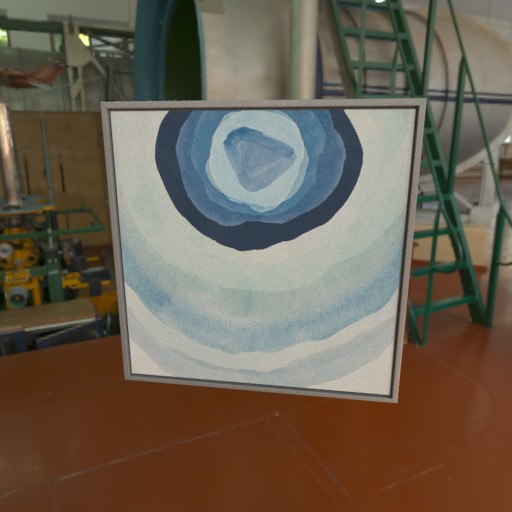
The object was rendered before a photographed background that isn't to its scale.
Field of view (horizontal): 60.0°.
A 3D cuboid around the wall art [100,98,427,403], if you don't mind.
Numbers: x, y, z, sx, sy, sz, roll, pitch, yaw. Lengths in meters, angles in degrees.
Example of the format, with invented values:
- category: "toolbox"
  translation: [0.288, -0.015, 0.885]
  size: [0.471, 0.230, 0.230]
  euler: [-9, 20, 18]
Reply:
- category: "wall art"
  translation: [0.000, 0.000, 0.526]
  size: [0.349, 0.349, 0.028]
  euler: [2, 16, 9]
